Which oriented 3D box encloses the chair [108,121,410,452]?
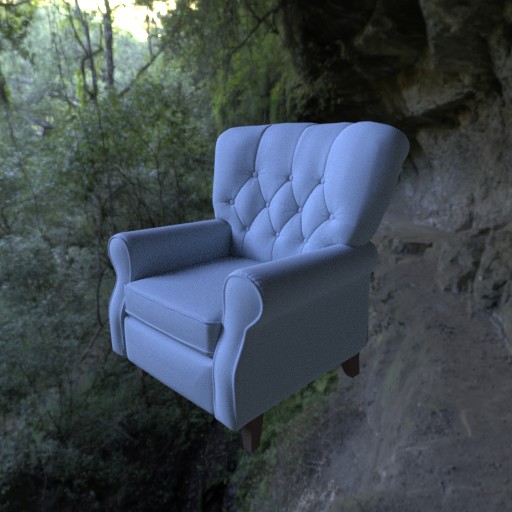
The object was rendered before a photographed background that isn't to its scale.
[{"bbox_3d":[0.000,0.000,2.095,1.090,1.217,1.128,15,22,42],"label":"chair"}]
